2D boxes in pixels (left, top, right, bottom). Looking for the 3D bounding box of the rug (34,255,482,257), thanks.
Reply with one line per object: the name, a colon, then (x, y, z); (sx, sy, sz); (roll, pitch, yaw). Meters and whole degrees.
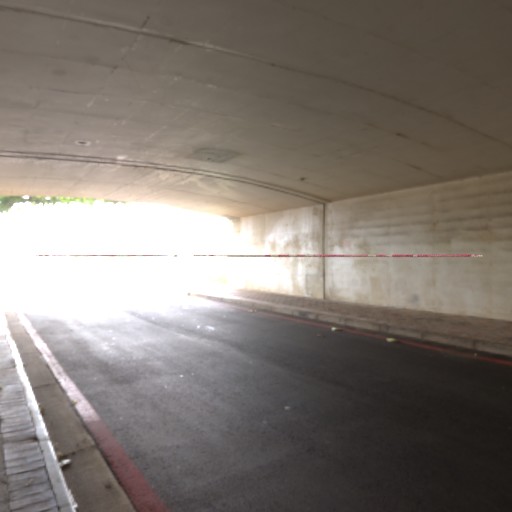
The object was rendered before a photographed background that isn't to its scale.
rug: (0.000, 0.000, 2.796); (2.458, 0.011, 0.787); (0, 0, 1)
